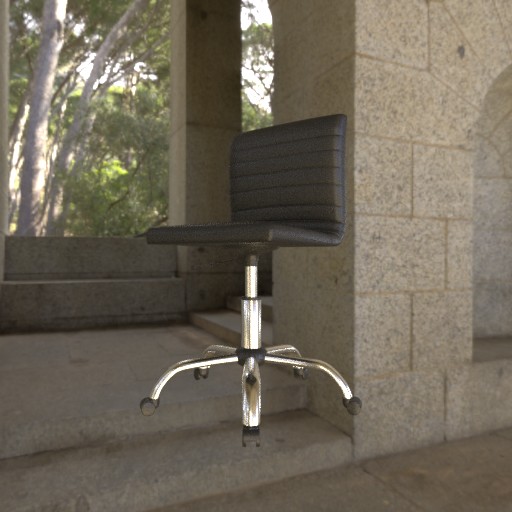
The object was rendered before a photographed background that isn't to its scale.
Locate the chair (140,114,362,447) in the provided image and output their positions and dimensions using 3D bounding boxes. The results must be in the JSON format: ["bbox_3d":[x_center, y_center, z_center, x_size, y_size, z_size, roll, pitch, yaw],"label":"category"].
[{"bbox_3d":[0.000,0.000,1.198,0.556,0.780,0.530,0,0,36],"label":"chair"}]
